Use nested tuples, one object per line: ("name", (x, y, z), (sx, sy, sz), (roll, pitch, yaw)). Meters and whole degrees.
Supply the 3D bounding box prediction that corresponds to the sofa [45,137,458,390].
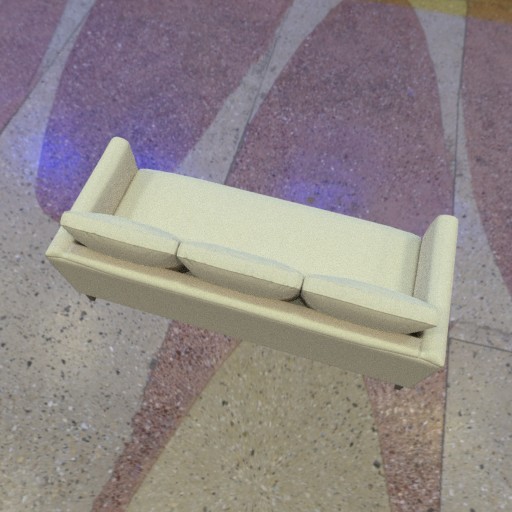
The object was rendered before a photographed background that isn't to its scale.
("sofa", (0.000, 0.000, 2.691), (2.198, 0.911, 0.902), (15, 63, 8))
